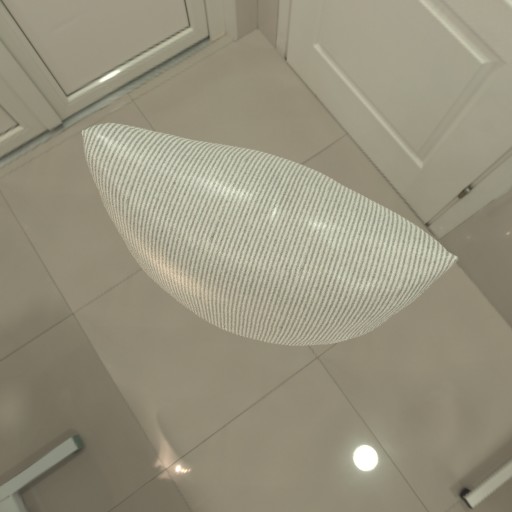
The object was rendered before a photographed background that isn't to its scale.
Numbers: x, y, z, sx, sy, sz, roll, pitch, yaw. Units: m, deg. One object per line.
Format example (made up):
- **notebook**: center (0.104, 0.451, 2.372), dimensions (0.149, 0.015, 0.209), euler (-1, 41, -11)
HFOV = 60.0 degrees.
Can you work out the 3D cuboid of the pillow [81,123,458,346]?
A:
- **pillow**: center (0.000, 0.000, 0.688), dimensions (0.310, 0.432, 0.387), euler (-34, 78, -8)
